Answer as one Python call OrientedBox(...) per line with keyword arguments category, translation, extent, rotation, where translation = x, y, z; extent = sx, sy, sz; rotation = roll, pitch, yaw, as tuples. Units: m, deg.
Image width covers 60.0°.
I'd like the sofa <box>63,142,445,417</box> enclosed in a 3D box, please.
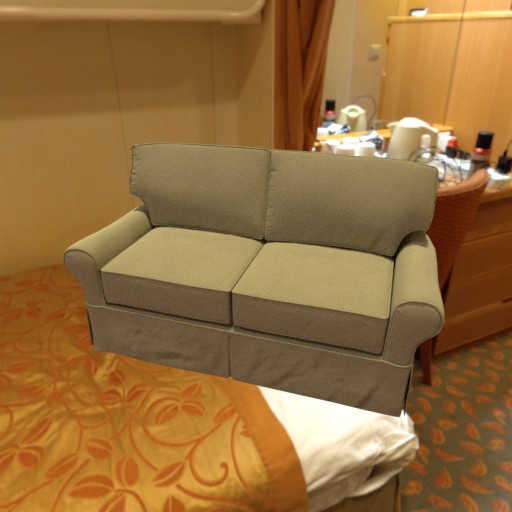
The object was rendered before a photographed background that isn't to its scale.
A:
OrientedBox(category="sofa", translation=(0.000, 0.000, 2.341), extent=(1.823, 1.024, 0.841), rotation=(8, 28, 16))
